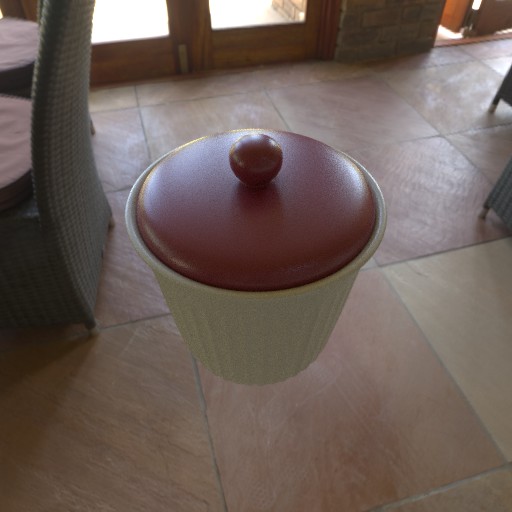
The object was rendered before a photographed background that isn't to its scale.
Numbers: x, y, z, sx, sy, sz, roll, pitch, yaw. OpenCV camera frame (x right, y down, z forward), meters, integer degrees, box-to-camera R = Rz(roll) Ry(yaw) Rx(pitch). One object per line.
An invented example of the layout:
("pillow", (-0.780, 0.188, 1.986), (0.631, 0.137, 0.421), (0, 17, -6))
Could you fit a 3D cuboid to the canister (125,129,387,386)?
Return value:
("canister", (0.000, 0.000, 0.354), (0.181, 0.211, 0.181), (0, 46, 0))
